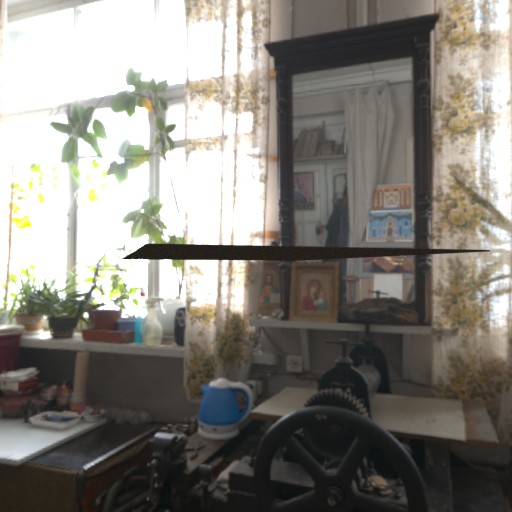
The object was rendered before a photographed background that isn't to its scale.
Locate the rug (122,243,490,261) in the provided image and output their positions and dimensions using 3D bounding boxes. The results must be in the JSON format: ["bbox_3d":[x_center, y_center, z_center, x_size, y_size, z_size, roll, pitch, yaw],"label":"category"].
[{"bbox_3d":[0.000,0.000,2.908,1.600,0.008,2.235,1,-2,-19],"label":"rug"}]
